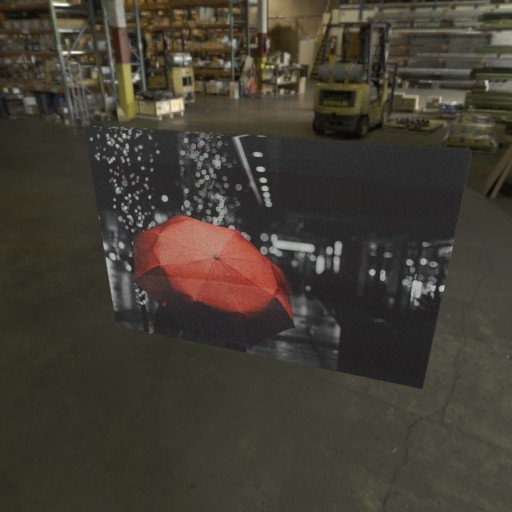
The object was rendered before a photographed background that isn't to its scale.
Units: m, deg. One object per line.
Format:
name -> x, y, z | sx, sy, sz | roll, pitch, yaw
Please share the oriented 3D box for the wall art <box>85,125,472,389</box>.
wall art -> 0.000, 0.000, 1.153 | 0.914, 0.609, 0.038 | 8, 27, 16
